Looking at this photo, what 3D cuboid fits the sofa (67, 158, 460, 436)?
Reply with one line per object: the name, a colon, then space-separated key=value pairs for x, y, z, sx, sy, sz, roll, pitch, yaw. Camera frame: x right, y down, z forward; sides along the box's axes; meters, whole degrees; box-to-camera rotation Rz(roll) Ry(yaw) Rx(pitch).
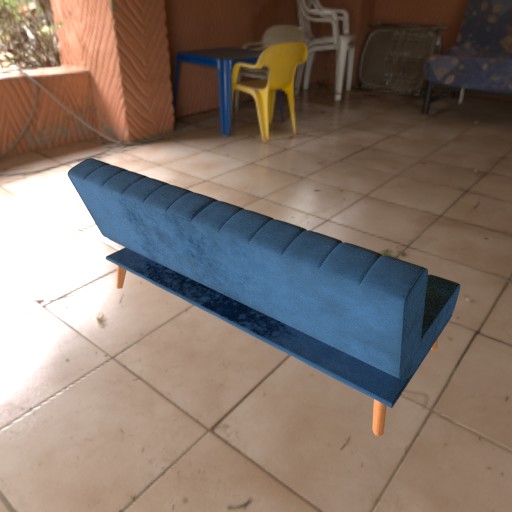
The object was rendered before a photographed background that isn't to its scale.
sofa: x=0.000 y=0.000 z=2.270 sx=1.804 sy=0.813 sz=0.855 roll=22 pitch=37 yaw=32
